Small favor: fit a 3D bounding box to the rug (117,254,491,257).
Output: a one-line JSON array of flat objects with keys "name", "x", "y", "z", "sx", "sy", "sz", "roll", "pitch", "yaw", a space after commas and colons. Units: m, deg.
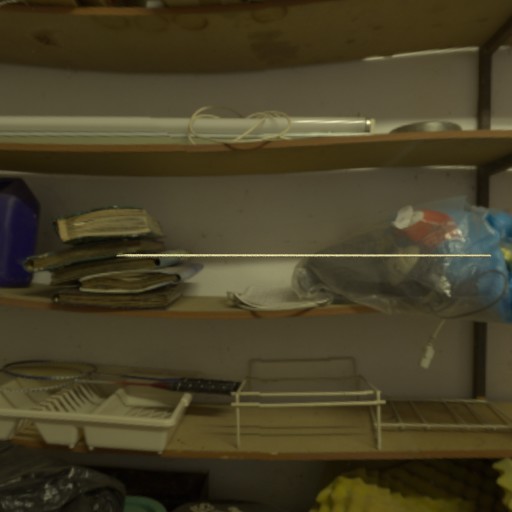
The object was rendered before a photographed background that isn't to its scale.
[{"name": "rug", "x": 0.000, "y": 0.000, "z": 4.142, "sx": 2.441, "sy": 0.015, "sz": 3.050, "roll": 0, "pitch": 0, "yaw": -18}]
